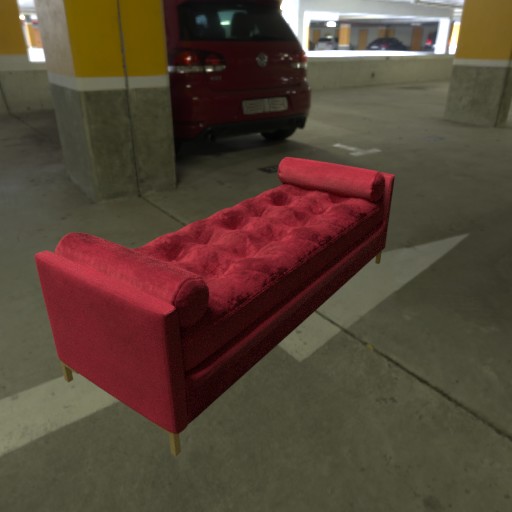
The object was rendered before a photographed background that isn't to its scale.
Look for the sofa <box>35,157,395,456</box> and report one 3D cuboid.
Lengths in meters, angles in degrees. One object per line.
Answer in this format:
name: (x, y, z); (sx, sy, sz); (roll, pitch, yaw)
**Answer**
sofa: (0.000, 0.000, 2.499); (0.796, 0.705, 2.102); (17, 31, 32)
